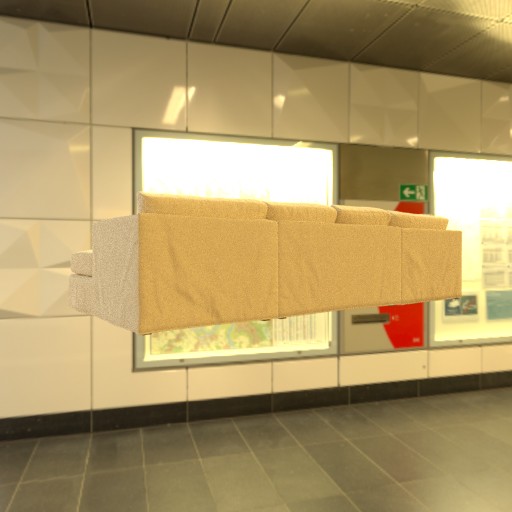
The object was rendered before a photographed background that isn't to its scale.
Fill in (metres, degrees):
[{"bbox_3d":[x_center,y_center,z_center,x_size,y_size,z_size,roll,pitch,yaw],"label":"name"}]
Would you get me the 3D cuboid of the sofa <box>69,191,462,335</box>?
[{"bbox_3d":[0.000,0.000,4.476,3.460,0.882,2.427,0,1,-36],"label":"sofa"}]
